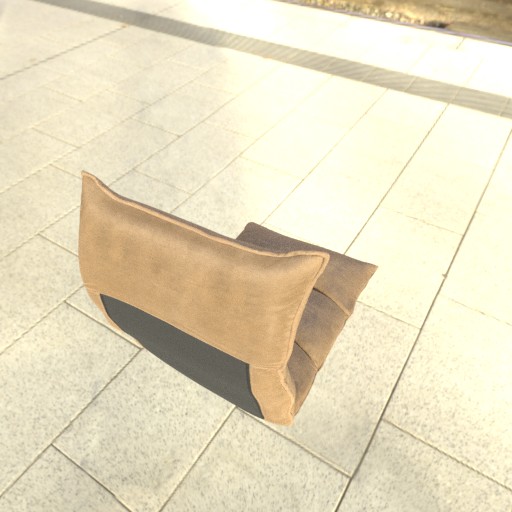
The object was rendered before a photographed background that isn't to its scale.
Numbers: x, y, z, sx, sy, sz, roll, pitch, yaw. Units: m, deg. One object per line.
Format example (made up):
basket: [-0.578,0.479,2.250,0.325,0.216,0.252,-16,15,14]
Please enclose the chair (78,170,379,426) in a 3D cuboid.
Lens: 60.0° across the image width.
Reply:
chair: [0.000,0.000,1.597,0.714,0.892,0.985,23,50,21]
